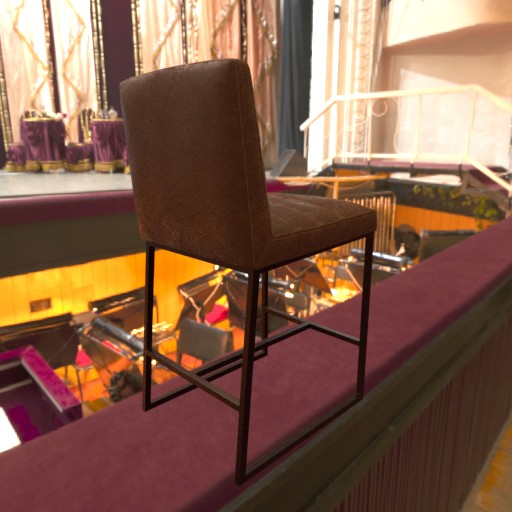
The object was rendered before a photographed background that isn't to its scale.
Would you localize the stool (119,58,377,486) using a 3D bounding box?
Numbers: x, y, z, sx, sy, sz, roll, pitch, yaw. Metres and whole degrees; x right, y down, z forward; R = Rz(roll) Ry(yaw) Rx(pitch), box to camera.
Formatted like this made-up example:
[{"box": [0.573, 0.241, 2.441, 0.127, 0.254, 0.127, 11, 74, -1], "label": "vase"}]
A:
[{"box": [0.000, 0.000, 1.257, 0.562, 0.942, 0.463, -13, 19, -43], "label": "stool"}]
